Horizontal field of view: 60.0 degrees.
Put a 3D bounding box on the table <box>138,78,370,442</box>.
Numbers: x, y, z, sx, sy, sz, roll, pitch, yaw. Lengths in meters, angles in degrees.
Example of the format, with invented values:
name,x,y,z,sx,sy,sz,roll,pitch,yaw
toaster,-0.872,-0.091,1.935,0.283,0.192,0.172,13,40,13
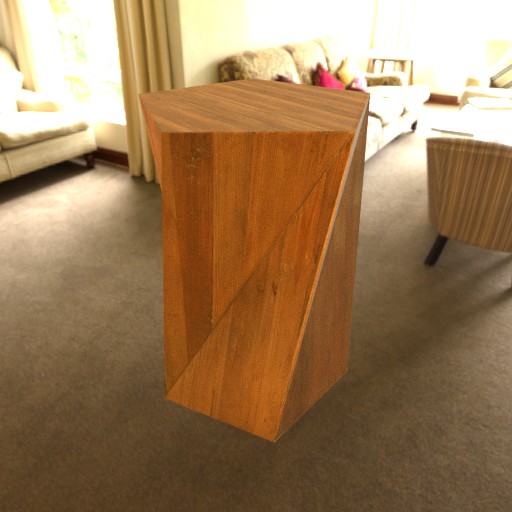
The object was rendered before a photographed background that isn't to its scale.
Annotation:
name,x,y,z,sx,sy,sz,roll,pitch,yaw
table,0.000,0.000,0.898,0.441,0.604,0.425,-9,33,-15
